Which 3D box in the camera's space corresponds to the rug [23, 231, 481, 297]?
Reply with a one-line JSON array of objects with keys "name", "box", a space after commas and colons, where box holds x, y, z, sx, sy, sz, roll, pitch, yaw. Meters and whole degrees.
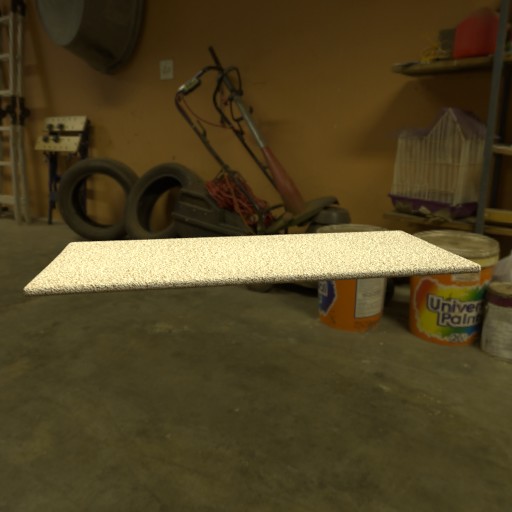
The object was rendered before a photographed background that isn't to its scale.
[{"name": "rug", "box": [0.000, 0.000, 1.738, 1.524, 0.030, 0.609, -2, 15, -9]}]
